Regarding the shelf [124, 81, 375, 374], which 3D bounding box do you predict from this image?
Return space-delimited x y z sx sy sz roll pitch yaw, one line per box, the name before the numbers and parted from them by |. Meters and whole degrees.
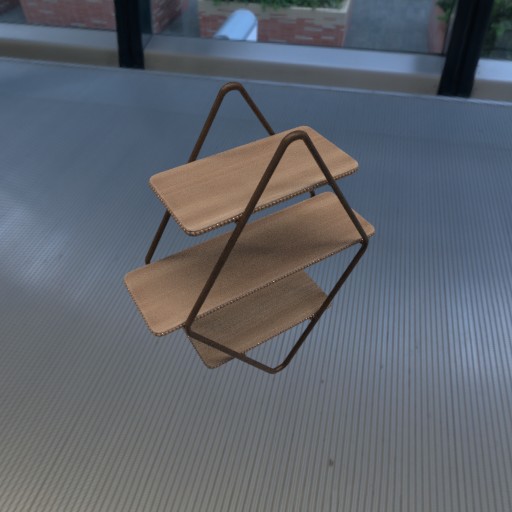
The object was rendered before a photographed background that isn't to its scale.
shelf | 0.000 0.000 1.077 0.609 0.774 0.234 -24 50 -22
